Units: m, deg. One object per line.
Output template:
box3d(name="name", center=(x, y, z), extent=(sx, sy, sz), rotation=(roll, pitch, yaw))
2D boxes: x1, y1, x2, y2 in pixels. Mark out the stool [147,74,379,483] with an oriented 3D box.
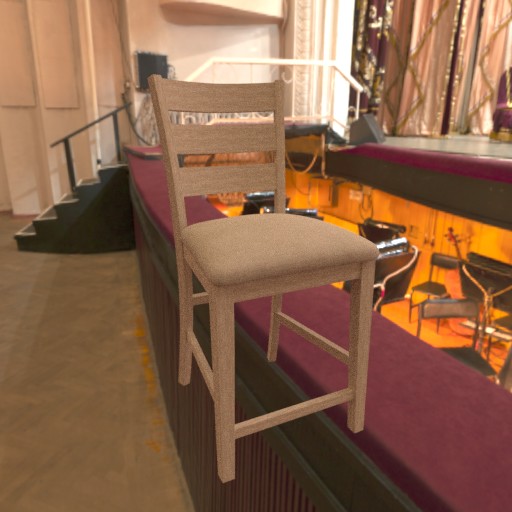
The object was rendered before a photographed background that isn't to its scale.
box3d(name="stool", center=(0.000, 0.000, 1.334), extent=(0.484, 1.032, 0.569), rotation=(-9, 19, -25))
